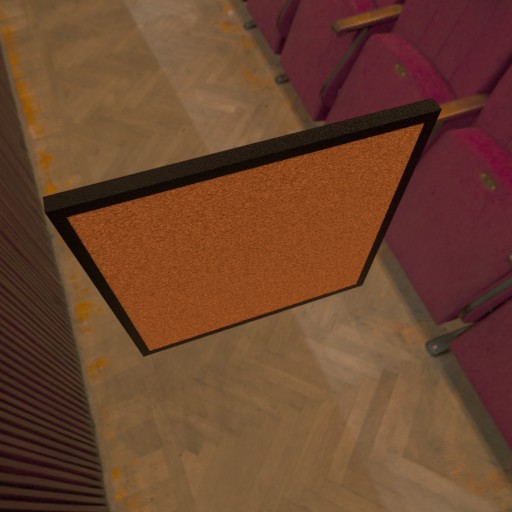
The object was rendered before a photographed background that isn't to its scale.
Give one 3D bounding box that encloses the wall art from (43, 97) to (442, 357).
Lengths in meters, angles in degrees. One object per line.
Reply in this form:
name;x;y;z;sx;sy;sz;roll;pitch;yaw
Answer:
wall art;0.000;0.000;1.133;0.756;0.755;0.036;-17;61;-10
